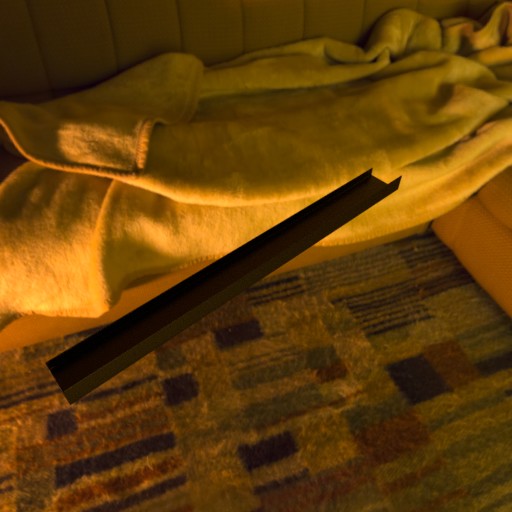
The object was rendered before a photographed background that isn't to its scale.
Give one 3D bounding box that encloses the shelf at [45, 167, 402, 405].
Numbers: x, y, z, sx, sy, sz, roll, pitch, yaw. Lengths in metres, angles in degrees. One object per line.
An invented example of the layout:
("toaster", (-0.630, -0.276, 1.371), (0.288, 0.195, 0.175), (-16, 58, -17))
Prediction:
("shelf", (0.000, 0.000, 0.982), (0.924, 0.049, 0.092), (-32, 54, -27))
